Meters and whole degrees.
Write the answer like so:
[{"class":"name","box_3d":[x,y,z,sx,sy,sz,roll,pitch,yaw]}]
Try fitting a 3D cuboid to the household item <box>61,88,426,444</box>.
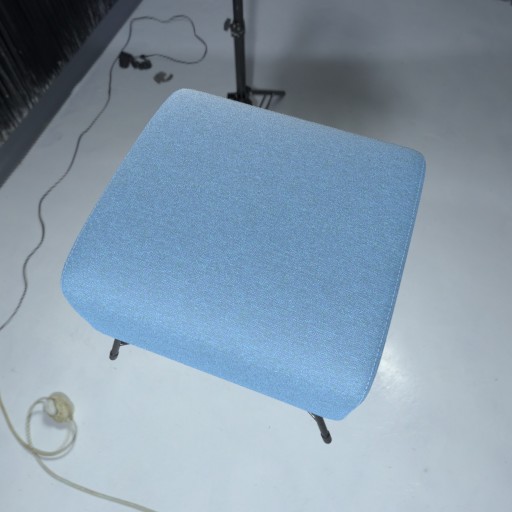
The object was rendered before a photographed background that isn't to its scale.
[{"class":"household item","box_3d":[0.000,0.000,0.903,0.530,0.420,0.530,18,64,9]}]
